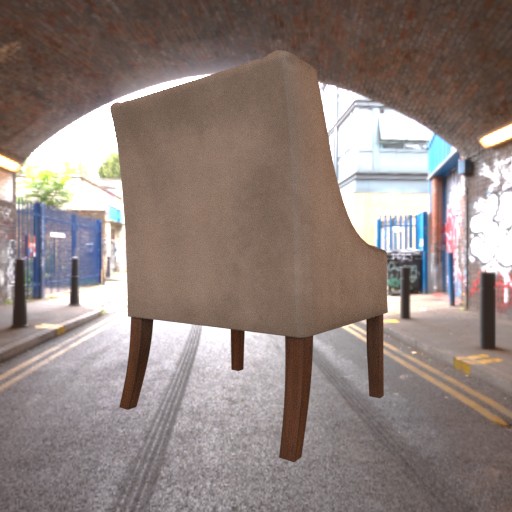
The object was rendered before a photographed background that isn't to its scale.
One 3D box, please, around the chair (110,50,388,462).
[{"bbox_3d":[0.000,0.000,1.358,0.629,0.895,0.629,0,0,36],"label":"chair"}]
